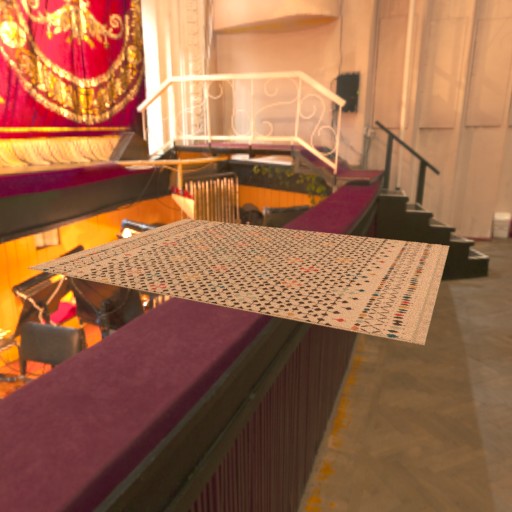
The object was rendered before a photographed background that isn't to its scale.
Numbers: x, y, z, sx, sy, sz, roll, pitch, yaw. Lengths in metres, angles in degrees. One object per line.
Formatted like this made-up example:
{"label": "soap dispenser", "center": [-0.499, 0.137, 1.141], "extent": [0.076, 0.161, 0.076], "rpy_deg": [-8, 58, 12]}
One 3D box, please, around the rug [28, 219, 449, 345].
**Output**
{"label": "rug", "center": [0.000, 0.000, 2.009], "extent": [1.556, 0.006, 1.146], "rpy_deg": [8, 18, 25]}
